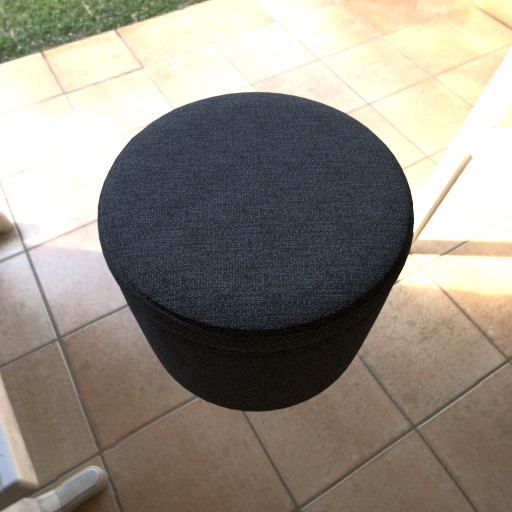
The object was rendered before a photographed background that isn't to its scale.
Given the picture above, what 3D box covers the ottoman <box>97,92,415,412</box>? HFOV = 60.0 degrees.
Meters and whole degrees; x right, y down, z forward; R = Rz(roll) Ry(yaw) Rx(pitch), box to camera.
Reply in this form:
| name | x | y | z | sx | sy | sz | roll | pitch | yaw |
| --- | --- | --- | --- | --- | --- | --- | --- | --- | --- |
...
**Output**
| name | x | y | z | sx | sy | sz | roll | pitch | yaw |
| --- | --- | --- | --- | --- | --- | --- | --- | --- | --- |
| ottoman | 0.000 | 0.000 | 0.886 | 0.520 | 0.430 | 0.520 | 0 | 57 | 0 |
